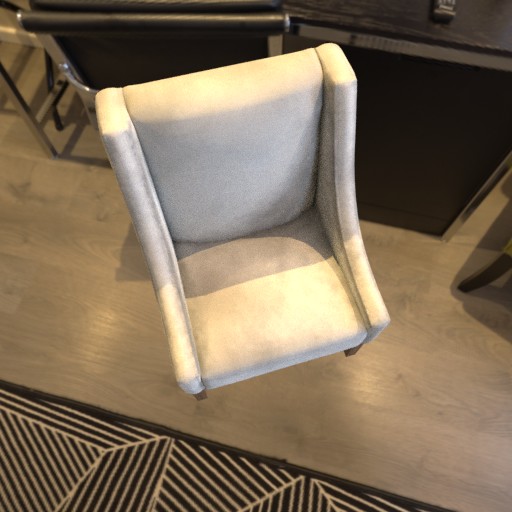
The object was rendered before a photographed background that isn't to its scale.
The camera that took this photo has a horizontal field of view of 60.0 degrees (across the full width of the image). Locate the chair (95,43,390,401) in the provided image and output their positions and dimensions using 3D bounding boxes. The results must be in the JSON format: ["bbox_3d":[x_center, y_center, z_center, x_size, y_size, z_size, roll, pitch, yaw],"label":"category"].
[{"bbox_3d":[0.000,0.000,1.332,0.629,0.895,0.629,-15,65,-7],"label":"chair"}]
